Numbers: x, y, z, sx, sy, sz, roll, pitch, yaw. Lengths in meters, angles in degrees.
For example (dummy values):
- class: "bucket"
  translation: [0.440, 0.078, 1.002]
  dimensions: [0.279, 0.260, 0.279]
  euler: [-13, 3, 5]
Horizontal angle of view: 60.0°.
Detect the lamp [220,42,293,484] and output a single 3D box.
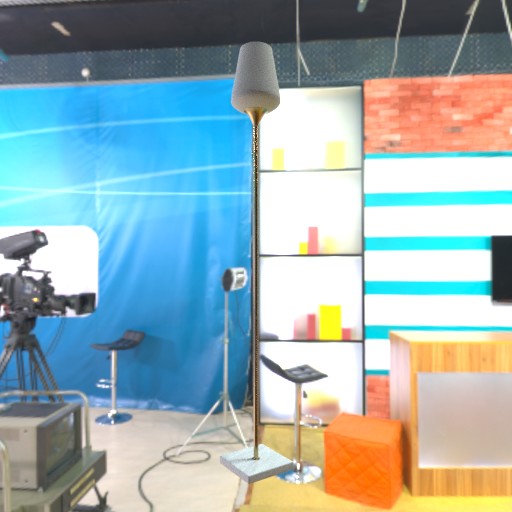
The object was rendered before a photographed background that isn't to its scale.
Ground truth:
- class: "lamp"
  translation: [0.000, 0.000, 1.930]
  dimensions: [0.229, 1.813, 0.232]
  euler: [1, -1, -34]
